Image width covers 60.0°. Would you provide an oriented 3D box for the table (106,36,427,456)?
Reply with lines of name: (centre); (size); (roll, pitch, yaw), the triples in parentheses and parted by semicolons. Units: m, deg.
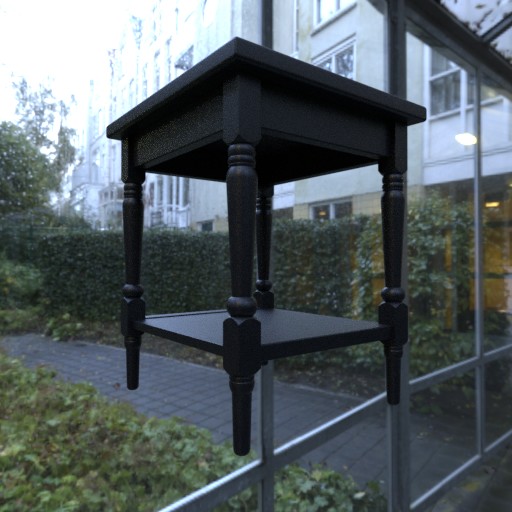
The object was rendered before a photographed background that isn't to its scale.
table: (0.000, 0.000, 0.895); (0.442, 0.565, 0.488); (0, -1, -38)
